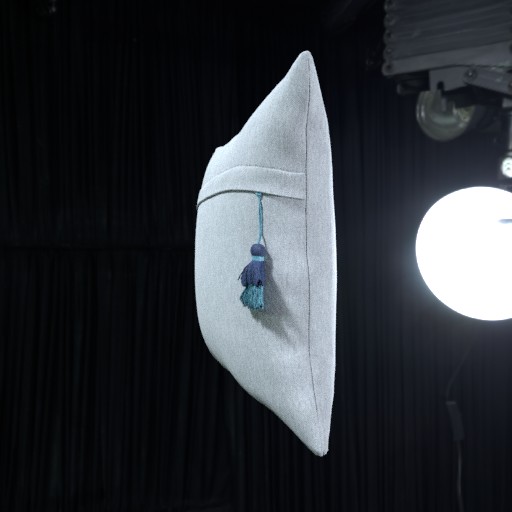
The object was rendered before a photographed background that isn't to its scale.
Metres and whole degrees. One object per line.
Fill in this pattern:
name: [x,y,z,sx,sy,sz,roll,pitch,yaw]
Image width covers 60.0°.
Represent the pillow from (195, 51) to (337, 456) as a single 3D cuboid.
pillow: [0.000,0.000,0.680,0.173,0.436,0.433,0,-1,-18]
